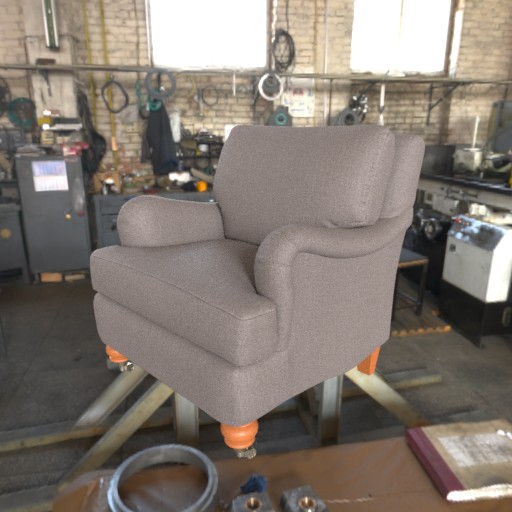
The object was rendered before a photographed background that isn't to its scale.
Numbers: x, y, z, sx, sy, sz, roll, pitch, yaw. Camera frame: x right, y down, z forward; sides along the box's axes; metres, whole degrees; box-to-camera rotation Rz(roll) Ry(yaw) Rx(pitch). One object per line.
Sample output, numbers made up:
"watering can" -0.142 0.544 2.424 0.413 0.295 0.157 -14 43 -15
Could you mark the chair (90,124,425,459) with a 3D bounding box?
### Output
"chair" 0.000 0.000 1.830 0.955 1.038 1.070 16 23 42
